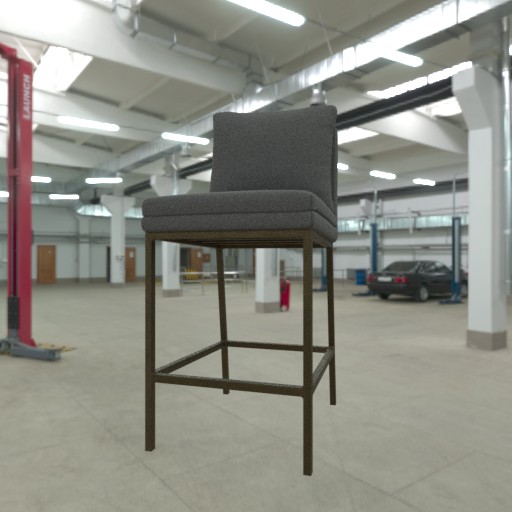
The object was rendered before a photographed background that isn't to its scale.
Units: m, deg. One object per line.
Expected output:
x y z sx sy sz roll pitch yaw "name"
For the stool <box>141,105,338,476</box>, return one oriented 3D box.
0.000 0.000 1.359 0.463 1.030 0.569 0 0 18 "stool"
